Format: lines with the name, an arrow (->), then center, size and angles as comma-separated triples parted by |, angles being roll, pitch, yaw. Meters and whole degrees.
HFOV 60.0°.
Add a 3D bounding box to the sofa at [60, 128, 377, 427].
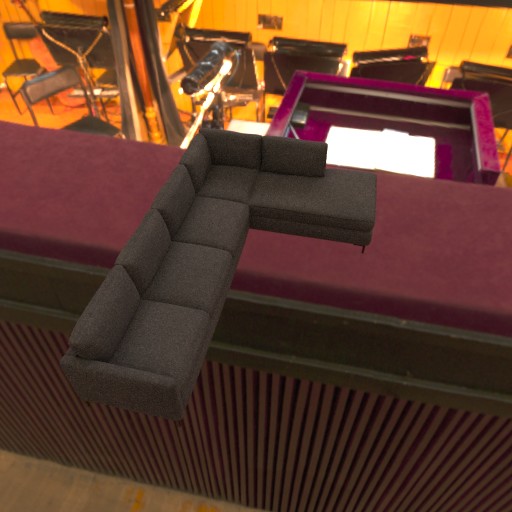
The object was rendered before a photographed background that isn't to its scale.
sofa -> 0.000, 0.000, 3.870 | 2.007, 0.815, 2.949 | 9, 46, 9
